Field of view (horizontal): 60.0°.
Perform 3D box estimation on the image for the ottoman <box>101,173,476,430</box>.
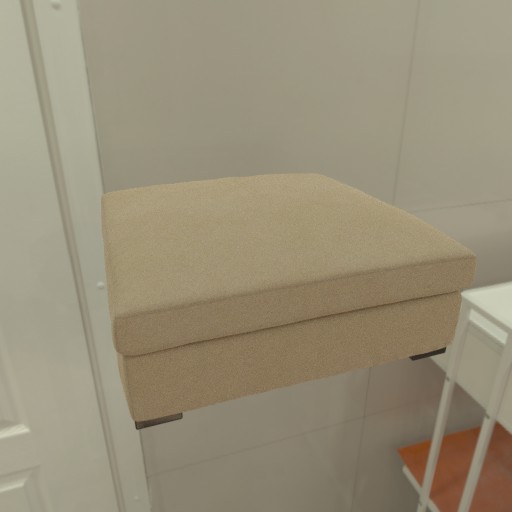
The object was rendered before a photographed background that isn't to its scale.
[{"bbox_3d":[0.000,0.000,1.874,1.205,0.522,1.190,-8,26,-18],"label":"ottoman"}]
